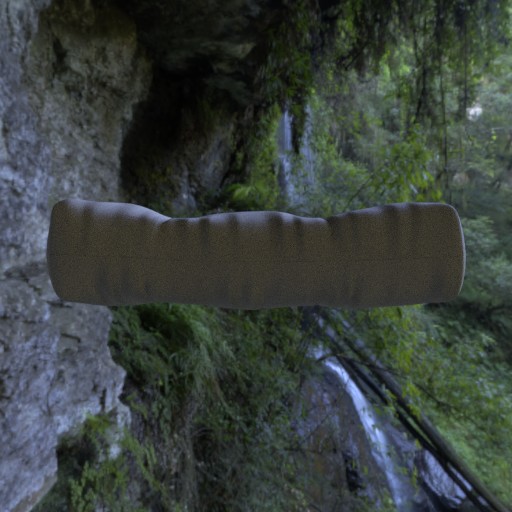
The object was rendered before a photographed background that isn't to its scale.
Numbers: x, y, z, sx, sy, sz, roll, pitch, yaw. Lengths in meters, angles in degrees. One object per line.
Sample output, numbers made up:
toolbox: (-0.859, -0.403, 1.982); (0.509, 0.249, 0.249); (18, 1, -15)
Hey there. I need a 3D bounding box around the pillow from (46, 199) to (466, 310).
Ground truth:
pillow: (0.000, 0.000, 0.706); (0.468, 0.128, 0.490); (0, 0, 0)
